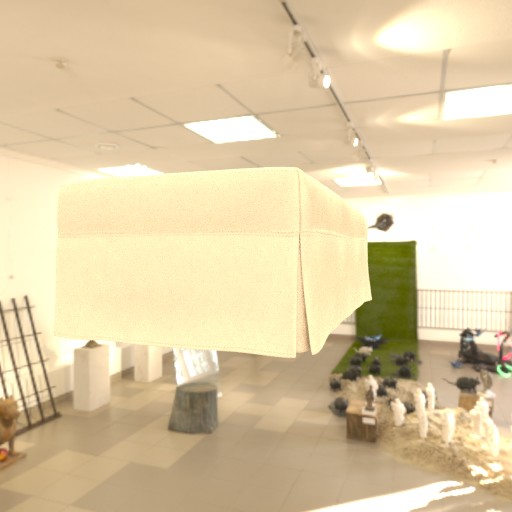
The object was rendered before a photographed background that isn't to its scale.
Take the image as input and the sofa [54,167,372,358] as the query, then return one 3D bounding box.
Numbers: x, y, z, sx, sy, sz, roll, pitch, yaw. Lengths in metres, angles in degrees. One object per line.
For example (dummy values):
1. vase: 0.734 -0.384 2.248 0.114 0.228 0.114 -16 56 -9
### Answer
1. sofa: 0.000 0.000 2.132 0.939 0.552 1.677 0 0 20
